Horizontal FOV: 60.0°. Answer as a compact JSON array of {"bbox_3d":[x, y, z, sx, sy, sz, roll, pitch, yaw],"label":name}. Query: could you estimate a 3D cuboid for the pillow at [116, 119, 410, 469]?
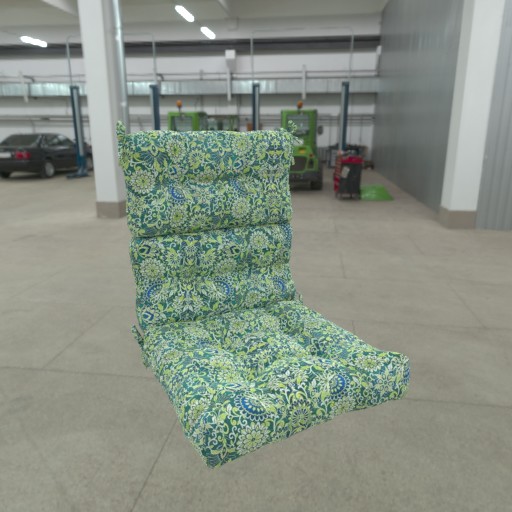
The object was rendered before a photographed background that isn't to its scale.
[{"bbox_3d":[0.000,0.000,1.012,0.519,0.605,0.571,-8,18,-26],"label":"pillow"}]
